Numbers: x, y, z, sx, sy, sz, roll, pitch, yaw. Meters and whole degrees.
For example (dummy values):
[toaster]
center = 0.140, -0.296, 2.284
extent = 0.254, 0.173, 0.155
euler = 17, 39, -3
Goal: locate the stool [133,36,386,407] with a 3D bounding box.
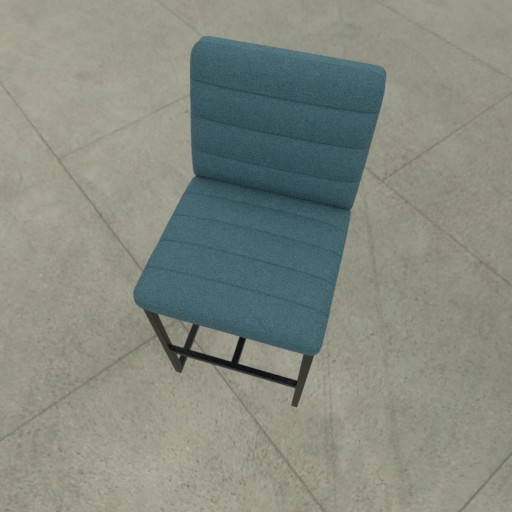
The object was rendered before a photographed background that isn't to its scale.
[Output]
[stool]
center = 0.000, 0.000, 1.255
extent = 0.460, 0.940, 0.560
euler = 14, 59, 9
